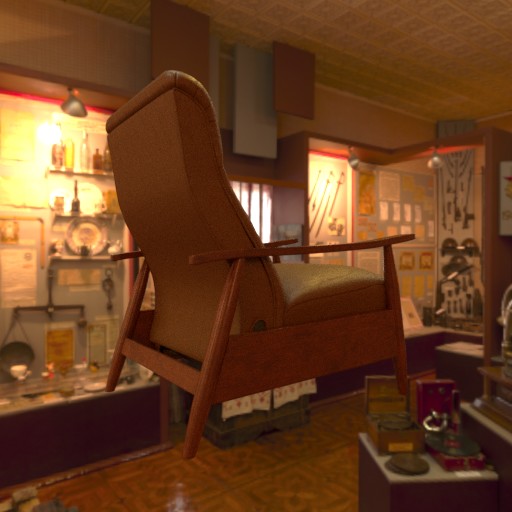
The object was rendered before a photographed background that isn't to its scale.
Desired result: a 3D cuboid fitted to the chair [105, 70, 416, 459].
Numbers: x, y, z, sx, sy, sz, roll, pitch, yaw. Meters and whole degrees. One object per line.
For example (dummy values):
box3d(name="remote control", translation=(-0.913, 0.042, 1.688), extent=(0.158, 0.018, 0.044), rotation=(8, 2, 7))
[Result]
box3d(name="chair", translation=(0.000, 0.000, 1.760), extent=(1.014, 1.082, 0.762), rotation=(0, 0, -35))
